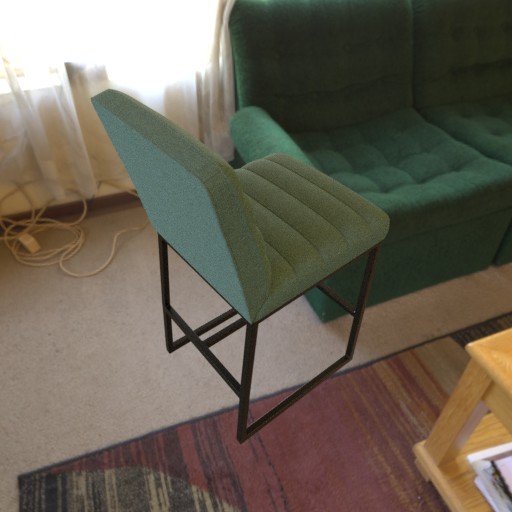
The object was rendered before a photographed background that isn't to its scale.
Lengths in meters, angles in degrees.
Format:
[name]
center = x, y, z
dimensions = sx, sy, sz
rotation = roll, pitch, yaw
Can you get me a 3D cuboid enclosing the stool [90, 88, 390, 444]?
[stool]
center = 0.000, 0.000, 1.243
dimensions = 0.560, 0.940, 0.460
rotation = -28, 48, -28
